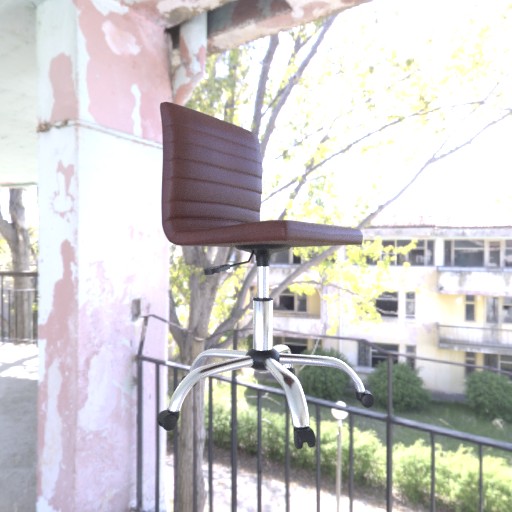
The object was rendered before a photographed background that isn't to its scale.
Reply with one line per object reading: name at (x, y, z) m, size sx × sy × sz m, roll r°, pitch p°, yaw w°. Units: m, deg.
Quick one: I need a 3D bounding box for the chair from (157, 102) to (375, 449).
chair at (0.000, 0.000, 1.171) m, size 0.530 × 0.780 × 0.556 m, roll 0°, pitch 0°, yaw 37°
